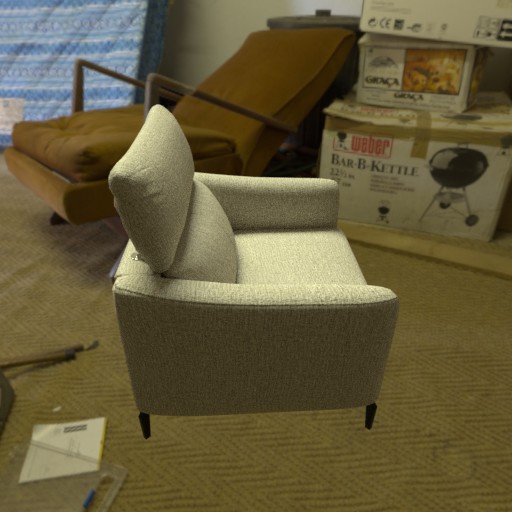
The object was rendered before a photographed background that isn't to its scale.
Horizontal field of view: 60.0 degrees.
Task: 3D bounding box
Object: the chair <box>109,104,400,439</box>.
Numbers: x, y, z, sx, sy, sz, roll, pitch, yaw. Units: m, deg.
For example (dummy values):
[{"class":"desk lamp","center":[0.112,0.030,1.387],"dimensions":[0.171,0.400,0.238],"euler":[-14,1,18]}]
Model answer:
[{"class":"chair","center":[0.000,0.000,1.661],"dimensions":[0.835,0.967,0.972],"euler":[-1,32,-2]}]
